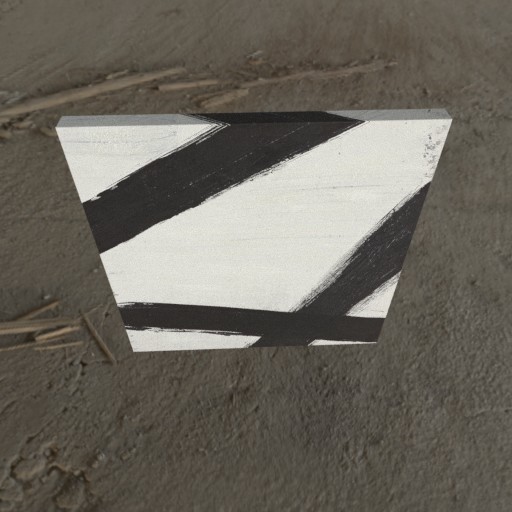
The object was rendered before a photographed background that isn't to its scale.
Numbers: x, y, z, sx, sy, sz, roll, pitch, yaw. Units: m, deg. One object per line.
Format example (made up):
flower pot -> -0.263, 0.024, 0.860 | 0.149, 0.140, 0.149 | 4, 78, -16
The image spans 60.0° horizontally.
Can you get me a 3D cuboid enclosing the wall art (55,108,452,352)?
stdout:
wall art -> 0.000, 0.000, 1.138 | 0.765, 0.765, 0.046 | -2, 45, -2
